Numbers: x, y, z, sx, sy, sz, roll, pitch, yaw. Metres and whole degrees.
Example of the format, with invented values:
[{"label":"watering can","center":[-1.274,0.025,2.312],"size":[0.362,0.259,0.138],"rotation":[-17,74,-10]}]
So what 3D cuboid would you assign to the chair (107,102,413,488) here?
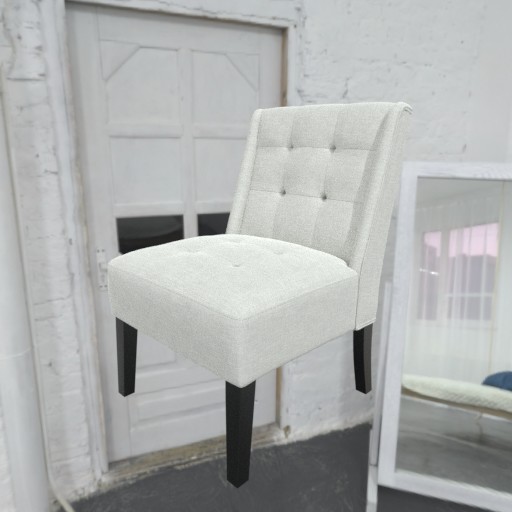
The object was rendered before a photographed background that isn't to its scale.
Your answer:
[{"label":"chair","center":[0.000,0.000,1.280],"size":[0.676,0.853,0.569],"rotation":[-15,21,-43]}]
